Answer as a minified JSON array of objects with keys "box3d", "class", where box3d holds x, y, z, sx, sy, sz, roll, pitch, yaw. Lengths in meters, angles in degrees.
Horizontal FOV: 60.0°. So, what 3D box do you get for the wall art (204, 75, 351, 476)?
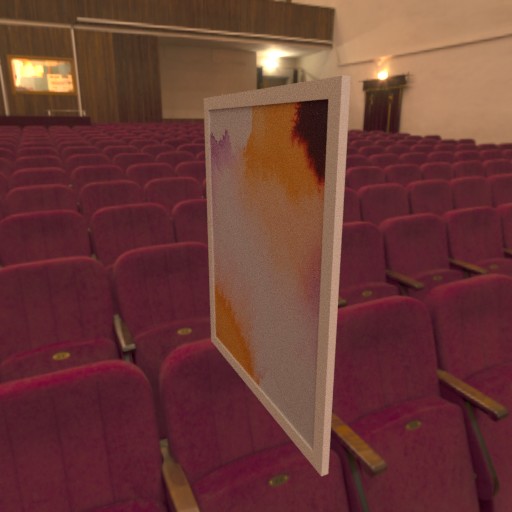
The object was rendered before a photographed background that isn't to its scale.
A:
[{"box3d":[0.000,0.000,0.794,0.012,0.557,0.482,-8,18,-24],"class":"wall art"}]
